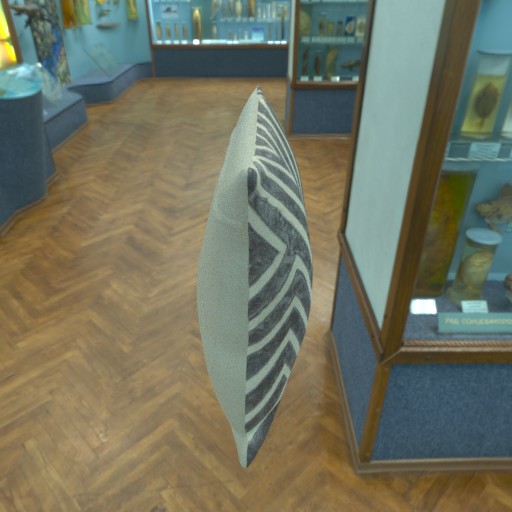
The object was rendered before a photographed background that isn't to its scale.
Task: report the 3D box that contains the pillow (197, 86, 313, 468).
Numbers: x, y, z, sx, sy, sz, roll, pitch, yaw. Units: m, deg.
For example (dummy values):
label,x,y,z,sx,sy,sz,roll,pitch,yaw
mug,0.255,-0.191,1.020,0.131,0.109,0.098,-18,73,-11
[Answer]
label,x,y,z,sx,sy,sz,roll,pitch,yaw
pillow,0.000,0.000,0.697,0.182,0.441,0.440,1,32,2
